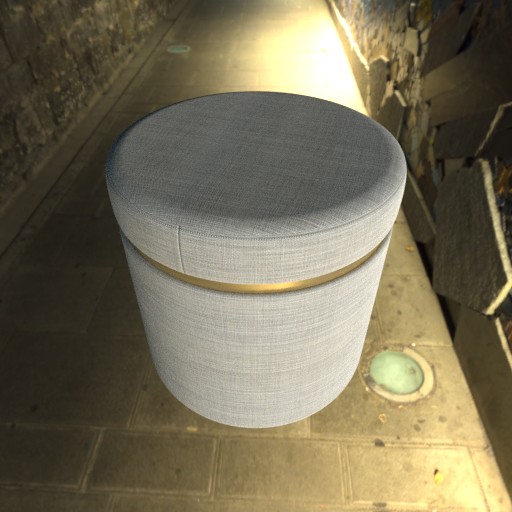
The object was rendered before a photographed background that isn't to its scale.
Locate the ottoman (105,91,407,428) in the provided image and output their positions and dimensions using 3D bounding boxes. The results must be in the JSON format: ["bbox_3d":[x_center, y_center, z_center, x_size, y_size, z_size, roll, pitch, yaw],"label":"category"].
[{"bbox_3d":[0.000,0.000,0.725,0.400,0.406,0.400,0,41,0],"label":"ottoman"}]
